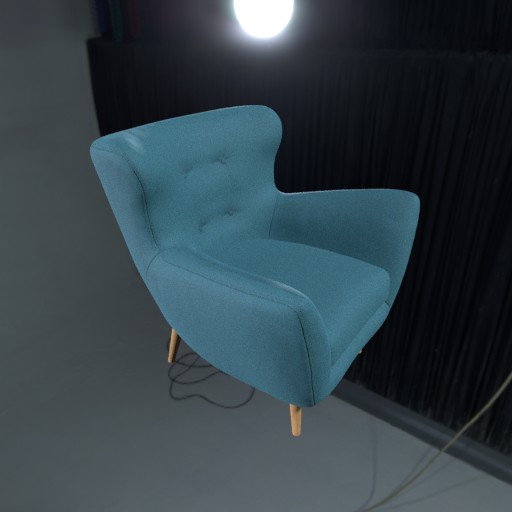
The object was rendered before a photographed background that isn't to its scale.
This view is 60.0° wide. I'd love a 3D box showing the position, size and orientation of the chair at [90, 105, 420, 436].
[{"bbox_3d":[0.000,0.000,1.578,0.889,0.889,0.890,18,33,30],"label":"chair"}]
